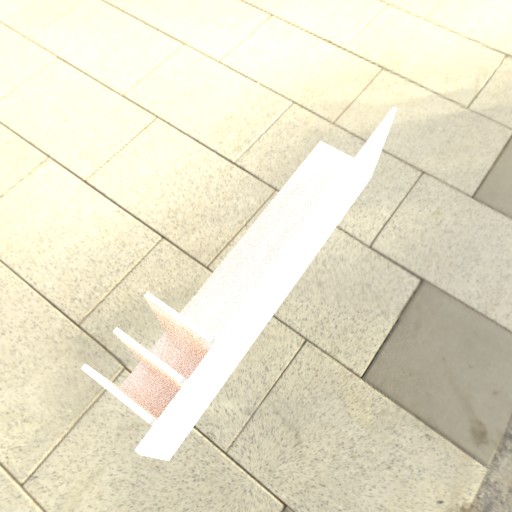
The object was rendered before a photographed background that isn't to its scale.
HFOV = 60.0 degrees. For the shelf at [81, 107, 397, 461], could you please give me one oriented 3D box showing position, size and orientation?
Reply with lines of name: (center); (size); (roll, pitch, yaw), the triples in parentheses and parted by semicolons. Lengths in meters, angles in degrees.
shelf: (0.000, 0.000, 1.144); (0.200, 0.300, 1.020); (32, 68, 15)
